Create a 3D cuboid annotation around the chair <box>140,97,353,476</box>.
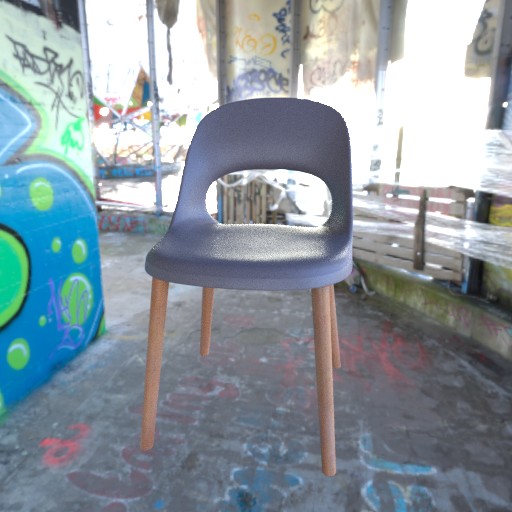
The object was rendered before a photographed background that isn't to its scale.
[{"bbox_3d":[0.000,0.000,1.109,0.470,0.795,0.556,3,15,11],"label":"chair"}]
